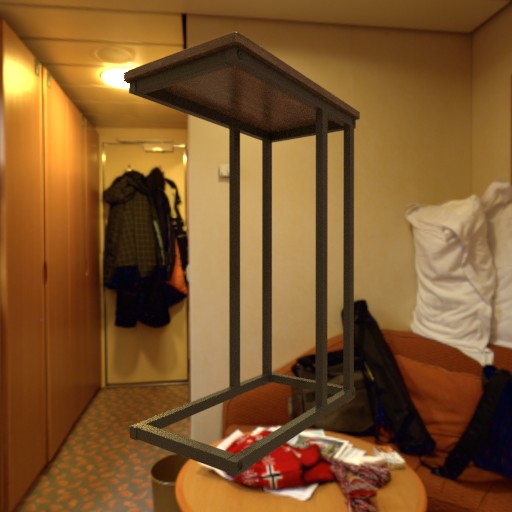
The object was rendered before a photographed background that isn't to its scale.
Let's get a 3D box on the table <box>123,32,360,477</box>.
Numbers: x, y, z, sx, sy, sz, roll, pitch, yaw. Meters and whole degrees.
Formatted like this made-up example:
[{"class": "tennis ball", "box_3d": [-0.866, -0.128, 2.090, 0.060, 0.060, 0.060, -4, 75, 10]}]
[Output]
[{"class": "table", "box_3d": [0.000, 0.000, 0.881, 0.254, 0.637, 0.450, 0, 1, 35]}]
